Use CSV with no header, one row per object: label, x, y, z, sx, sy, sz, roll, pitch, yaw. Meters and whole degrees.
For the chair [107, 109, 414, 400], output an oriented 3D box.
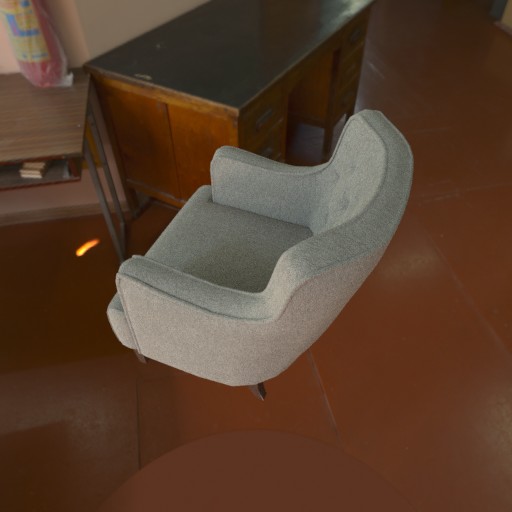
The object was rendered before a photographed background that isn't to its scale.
chair,0.000,0.000,1.624,0.910,0.920,0.820,16,49,15
